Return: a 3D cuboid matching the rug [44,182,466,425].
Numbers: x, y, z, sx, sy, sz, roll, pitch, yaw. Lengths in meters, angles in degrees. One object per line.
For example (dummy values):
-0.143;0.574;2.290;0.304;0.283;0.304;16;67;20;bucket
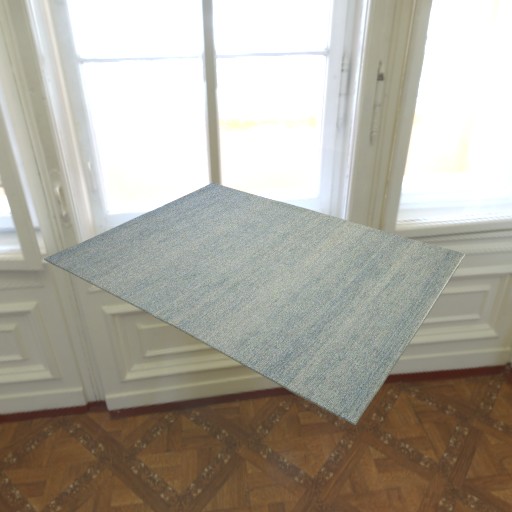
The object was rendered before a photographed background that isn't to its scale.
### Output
0.000;0.000;4.243;3.237;0.046;2.461;20;36;31;rug
